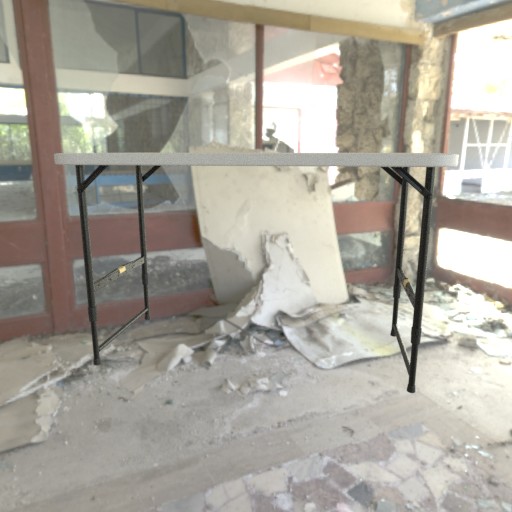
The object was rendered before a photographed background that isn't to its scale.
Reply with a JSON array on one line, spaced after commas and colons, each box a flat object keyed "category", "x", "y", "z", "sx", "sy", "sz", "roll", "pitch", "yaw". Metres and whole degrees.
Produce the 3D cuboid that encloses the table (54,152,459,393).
[{"category": "table", "x": 0.000, "y": 0.000, "z": 1.629, "sx": 1.219, "sy": 0.737, "sz": 0.610, "roll": 2, "pitch": 14, "yaw": 10}]
